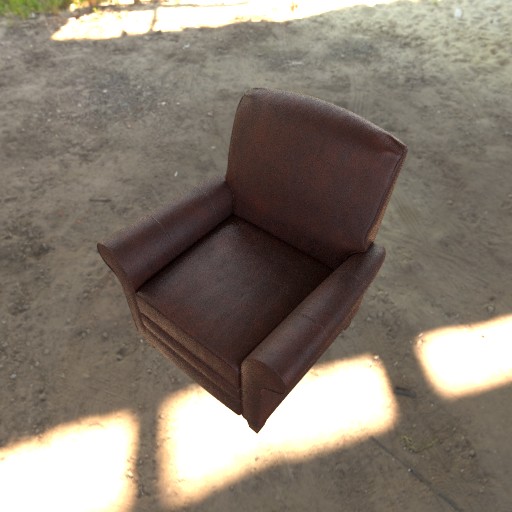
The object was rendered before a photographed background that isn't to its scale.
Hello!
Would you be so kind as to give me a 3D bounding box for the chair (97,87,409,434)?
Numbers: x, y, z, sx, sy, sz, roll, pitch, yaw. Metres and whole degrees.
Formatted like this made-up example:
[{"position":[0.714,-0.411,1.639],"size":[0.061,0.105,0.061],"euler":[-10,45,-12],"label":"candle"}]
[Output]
[{"position":[0.000,0.000,1.877],"size":[0.978,1.061,0.902],"euler":[31,53,27],"label":"chair"}]
